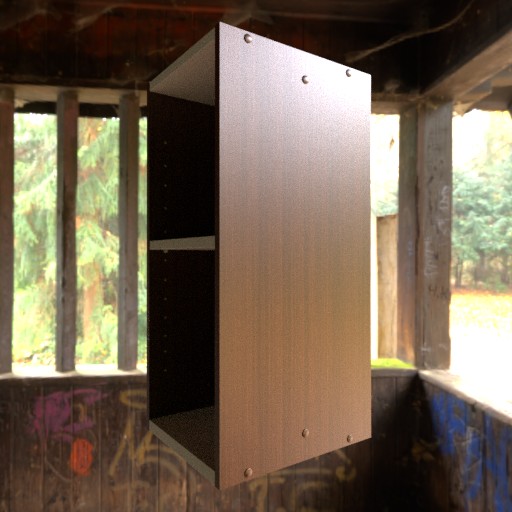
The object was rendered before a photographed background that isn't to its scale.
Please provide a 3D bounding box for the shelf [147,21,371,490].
[{"bbox_3d":[0.000,0.000,0.753,0.290,0.600,0.253,0,0,-35],"label":"shelf"}]
